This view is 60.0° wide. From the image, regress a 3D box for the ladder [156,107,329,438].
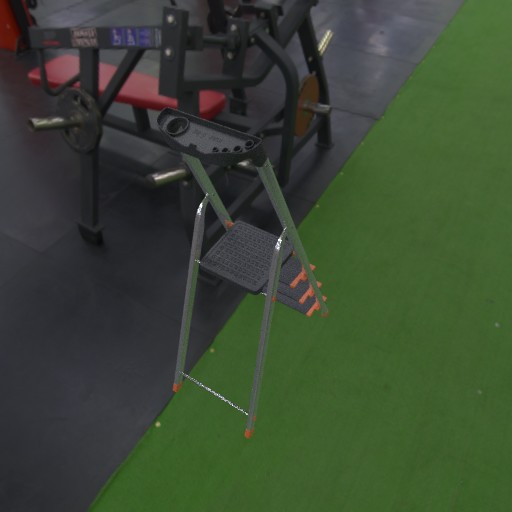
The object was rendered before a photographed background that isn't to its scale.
[{"bbox_3d":[0.000,0.000,1.823,0.452,1.429,0.834,25,51,21],"label":"ladder"}]
